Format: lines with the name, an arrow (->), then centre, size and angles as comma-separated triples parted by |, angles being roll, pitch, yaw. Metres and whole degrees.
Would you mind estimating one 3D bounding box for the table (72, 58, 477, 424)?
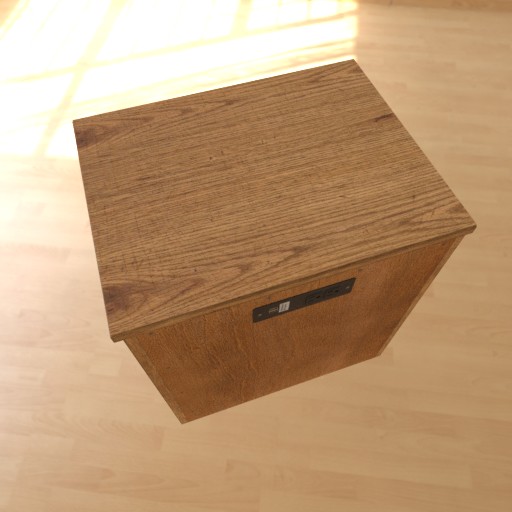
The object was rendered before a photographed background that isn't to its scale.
table -> 0.000, 0.000, 1.060 | 0.601, 0.625, 0.494 | -16, 60, -10
